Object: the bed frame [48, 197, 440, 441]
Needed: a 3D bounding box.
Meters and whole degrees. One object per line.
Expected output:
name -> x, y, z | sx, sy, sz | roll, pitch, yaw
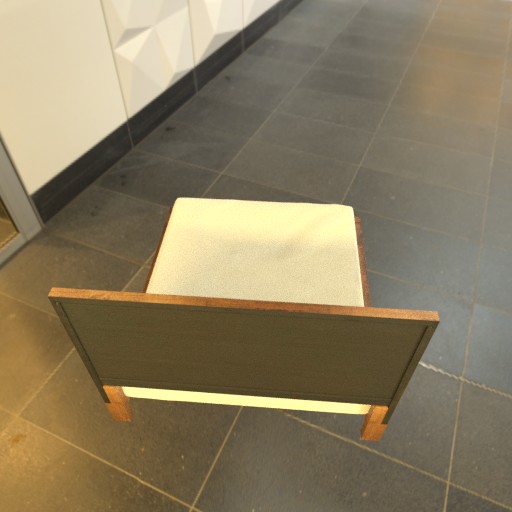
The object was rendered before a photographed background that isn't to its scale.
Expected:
bed frame -> 0.000, 0.000, 3.612 | 2.038, 1.537, 2.235 | 3, 46, 3
